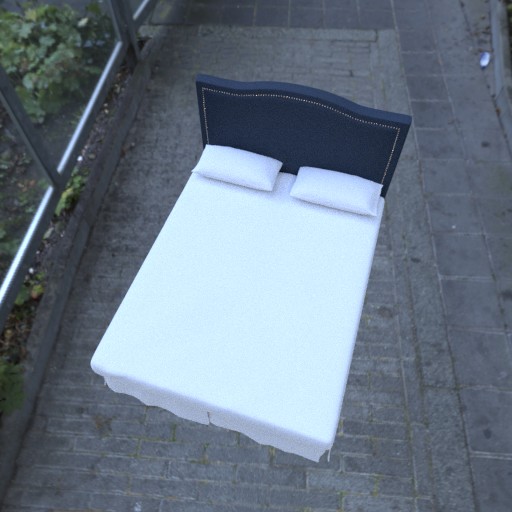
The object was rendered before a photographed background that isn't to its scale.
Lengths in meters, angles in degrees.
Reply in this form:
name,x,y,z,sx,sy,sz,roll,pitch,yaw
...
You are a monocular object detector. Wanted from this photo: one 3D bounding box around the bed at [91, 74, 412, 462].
name,x,y,z,sx,sy,sz,roll,pitch,yaw
bed,0.000,0.000,3.345,1.821,1.436,2.282,15,58,10
